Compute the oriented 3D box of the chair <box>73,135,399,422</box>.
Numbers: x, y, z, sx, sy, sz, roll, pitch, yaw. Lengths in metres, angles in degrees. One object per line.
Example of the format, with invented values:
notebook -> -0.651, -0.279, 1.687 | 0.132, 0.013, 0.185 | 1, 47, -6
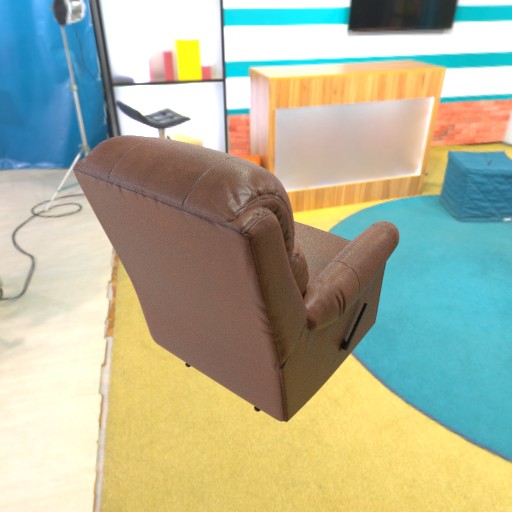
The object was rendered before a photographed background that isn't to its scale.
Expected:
chair -> 0.000, 0.000, 1.800 | 0.838, 1.054, 1.014 | 22, 38, 32
